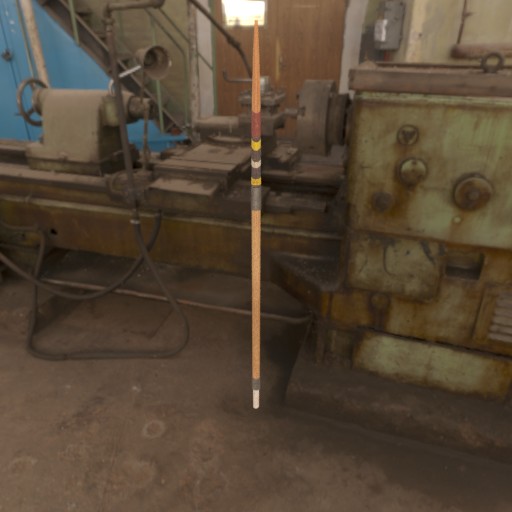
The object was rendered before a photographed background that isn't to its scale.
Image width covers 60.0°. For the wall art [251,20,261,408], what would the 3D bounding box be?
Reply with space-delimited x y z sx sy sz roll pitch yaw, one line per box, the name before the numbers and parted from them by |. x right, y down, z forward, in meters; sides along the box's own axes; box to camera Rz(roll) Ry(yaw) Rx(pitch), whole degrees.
wall art | 0.000 0.000 1.656 0.038 1.556 0.146 0 28 0
